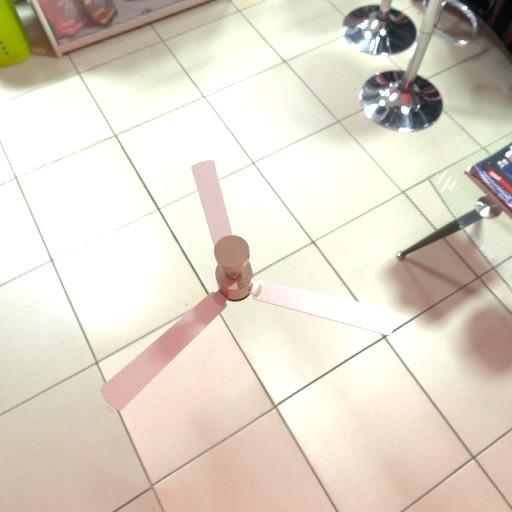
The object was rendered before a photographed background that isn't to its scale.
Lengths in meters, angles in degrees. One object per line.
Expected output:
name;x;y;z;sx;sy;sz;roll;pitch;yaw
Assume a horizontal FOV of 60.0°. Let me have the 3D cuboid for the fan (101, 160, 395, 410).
fan;0.000;0.000;2.365;1.531;0.446;1.561;2;64;1
